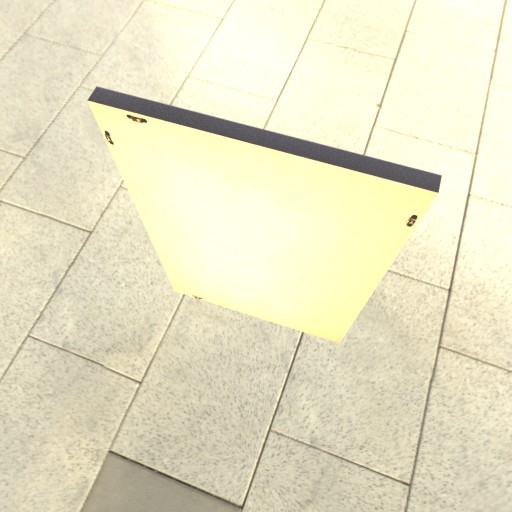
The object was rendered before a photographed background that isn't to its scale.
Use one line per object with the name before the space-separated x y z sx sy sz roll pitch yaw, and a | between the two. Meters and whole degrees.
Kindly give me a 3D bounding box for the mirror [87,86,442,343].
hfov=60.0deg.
mirror | 0.000 0.000 1.149 0.609 0.915 0.041 17 66 8
